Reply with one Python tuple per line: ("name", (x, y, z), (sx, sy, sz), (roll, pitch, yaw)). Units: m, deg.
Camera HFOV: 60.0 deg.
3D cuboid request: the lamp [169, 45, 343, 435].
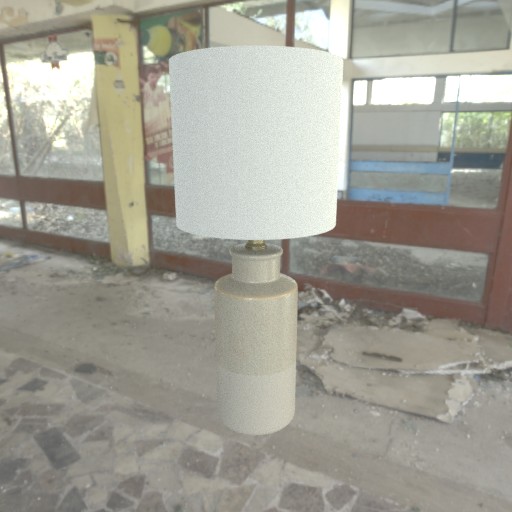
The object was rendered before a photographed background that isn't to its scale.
("lamp", (0.000, 0.000, 0.610), (0.212, 0.493, 0.212), (-7, 16, -24))
